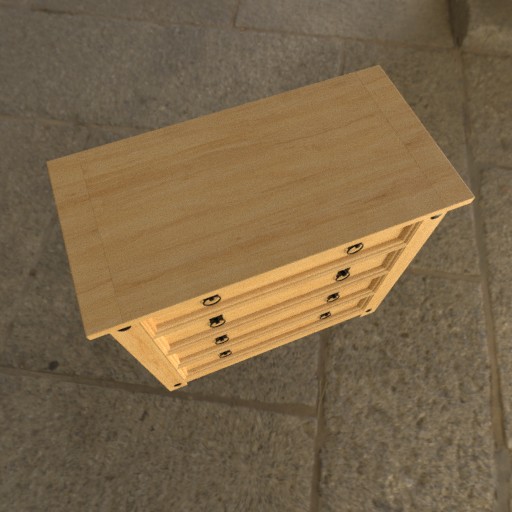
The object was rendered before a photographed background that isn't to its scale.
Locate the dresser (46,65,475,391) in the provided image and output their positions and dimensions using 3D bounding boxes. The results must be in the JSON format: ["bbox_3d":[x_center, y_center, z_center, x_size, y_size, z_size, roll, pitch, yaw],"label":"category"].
[{"bbox_3d":[0.000,0.000,1.251,0.800,0.730,0.410,-19,66,-9],"label":"dresser"}]
